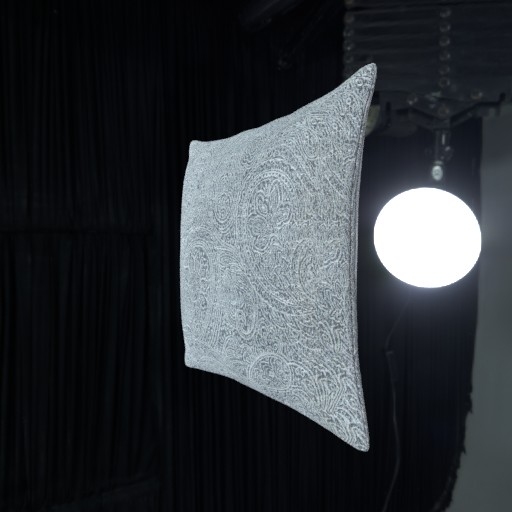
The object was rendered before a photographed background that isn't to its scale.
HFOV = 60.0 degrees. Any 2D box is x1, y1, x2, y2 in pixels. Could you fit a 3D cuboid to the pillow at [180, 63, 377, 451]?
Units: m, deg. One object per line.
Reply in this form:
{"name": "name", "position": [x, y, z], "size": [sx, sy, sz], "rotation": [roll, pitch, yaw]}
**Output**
{"name": "pillow", "position": [0.000, 0.000, 0.791], "size": [0.166, 0.510, 0.523], "rotation": [0, 1, -36]}
